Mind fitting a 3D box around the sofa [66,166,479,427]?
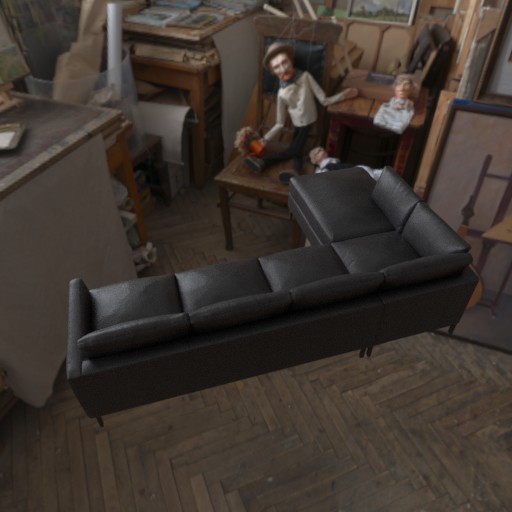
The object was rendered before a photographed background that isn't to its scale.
[{"bbox_3d":[0.000,0.000,3.807,2.984,0.877,1.938,-11,43,-12],"label":"sofa"}]
